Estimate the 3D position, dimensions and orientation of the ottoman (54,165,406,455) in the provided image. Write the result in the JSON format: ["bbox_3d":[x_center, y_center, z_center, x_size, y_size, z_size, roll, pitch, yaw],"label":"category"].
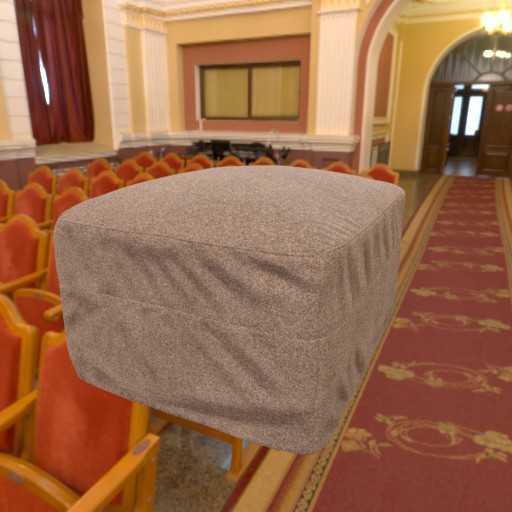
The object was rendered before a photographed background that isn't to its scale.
[{"bbox_3d":[0.000,0.000,1.233,0.683,0.481,0.837,8,19,25],"label":"ottoman"}]
